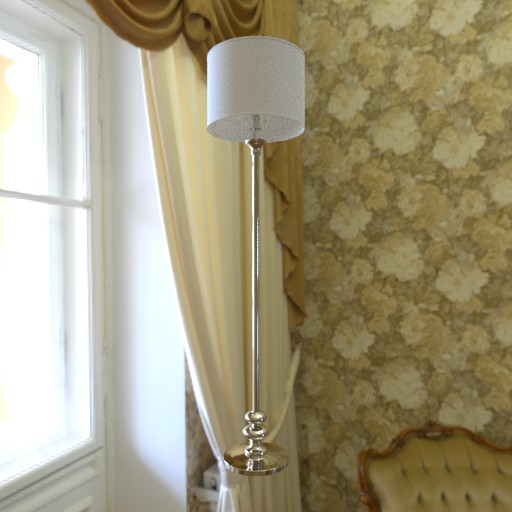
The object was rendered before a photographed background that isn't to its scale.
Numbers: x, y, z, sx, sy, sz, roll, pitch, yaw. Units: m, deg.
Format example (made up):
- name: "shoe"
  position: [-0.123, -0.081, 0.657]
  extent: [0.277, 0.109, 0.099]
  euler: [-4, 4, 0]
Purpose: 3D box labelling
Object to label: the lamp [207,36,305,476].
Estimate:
- name: "lamp"
  position: [0.000, 0.000, 1.620]
  extent: [0.356, 1.487, 0.356]
  euler: [0, 0, -19]
